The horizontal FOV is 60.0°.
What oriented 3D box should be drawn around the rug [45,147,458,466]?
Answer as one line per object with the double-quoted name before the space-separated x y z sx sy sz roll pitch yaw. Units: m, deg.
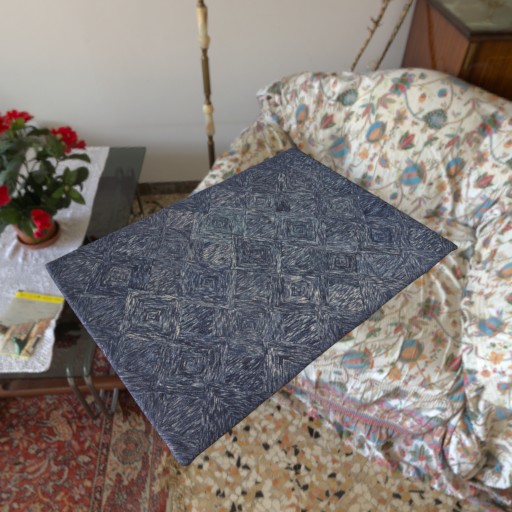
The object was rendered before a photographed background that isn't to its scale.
"rug" 0.000 0.000 4.266 3.245 0.024 2.385 -31 53 -27
